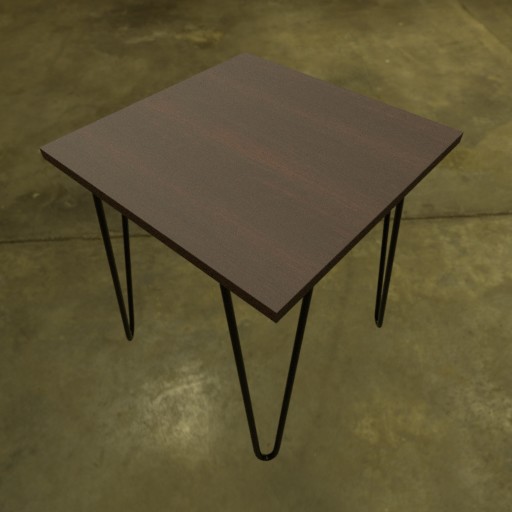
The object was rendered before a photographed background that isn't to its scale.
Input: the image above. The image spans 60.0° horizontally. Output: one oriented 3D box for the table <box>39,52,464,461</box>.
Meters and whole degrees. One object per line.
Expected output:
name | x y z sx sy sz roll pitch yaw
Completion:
table | 0.000 0.000 0.933 0.495 0.559 0.495 33 55 27
